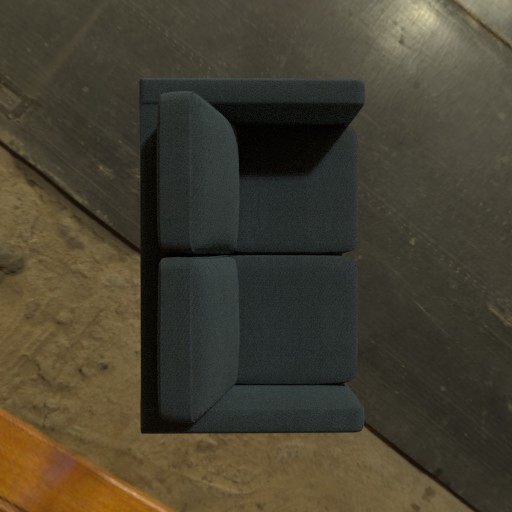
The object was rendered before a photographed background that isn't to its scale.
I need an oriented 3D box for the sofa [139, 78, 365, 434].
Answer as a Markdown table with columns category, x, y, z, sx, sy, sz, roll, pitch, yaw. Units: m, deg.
| category | x | y | z | sx | sy | sz | roll | pitch | yaw |
| --- | --- | --- | --- | --- | --- | --- | --- | --- | --- |
| sofa | 0.000 | 0.000 | 2.130 | 0.999 | 0.930 | 1.518 | 0 | 91 | -1 |
